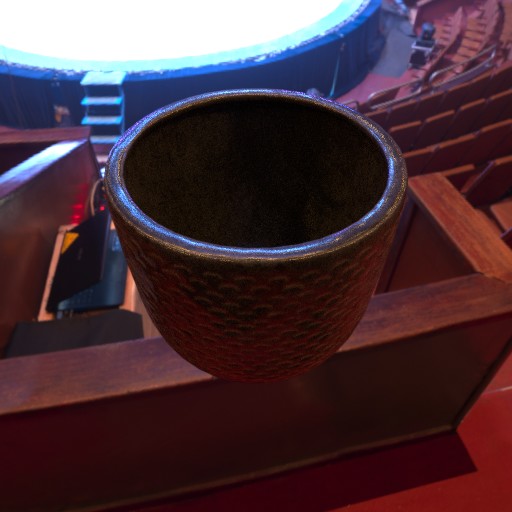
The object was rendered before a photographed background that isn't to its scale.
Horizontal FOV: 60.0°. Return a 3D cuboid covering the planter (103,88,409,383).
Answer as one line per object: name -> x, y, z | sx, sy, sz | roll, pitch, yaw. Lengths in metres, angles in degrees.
planter -> 0.000, 0.000, 0.357 | 0.197, 0.191, 0.197 | 0, 46, 0
